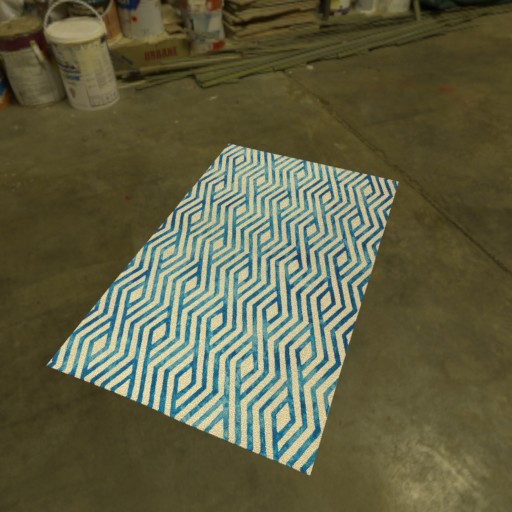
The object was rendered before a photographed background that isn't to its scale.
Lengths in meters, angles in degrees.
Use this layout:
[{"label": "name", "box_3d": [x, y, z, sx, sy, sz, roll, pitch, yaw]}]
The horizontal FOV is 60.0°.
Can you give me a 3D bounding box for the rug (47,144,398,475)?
[{"label": "rug", "box_3d": [0.000, 0.000, 3.043, 1.531, 0.008, 2.439, 16, 48, 15]}]
